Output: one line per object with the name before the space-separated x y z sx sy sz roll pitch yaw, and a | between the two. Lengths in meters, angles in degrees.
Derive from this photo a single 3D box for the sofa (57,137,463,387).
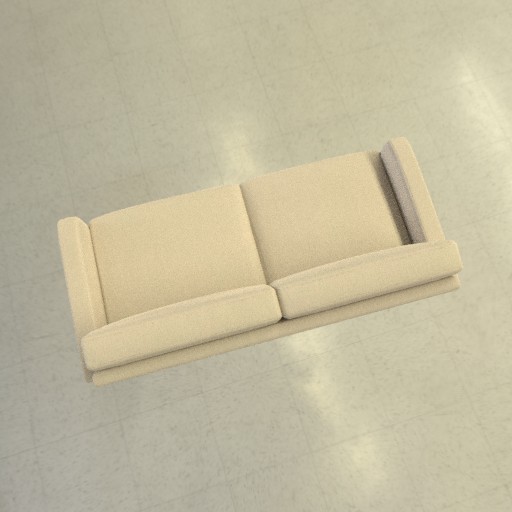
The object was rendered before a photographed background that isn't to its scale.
sofa | 0.000 0.000 2.242 1.808 0.831 0.894 -14 75 -4
